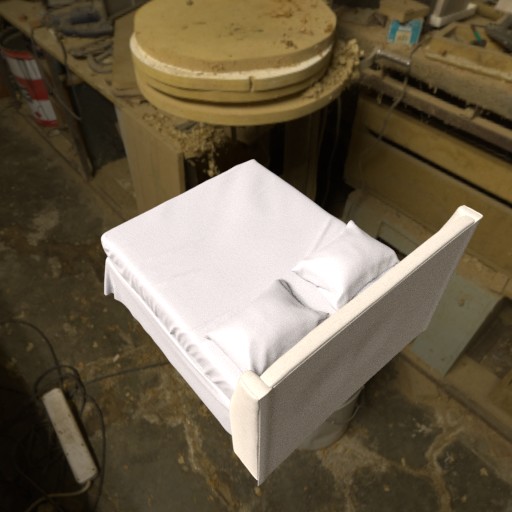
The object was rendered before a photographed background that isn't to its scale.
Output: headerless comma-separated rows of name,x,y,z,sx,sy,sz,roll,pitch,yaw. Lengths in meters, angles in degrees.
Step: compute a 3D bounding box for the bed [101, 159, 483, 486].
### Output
bed,0.000,0.000,3.451,1.925,1.332,2.276,-32,55,-26
